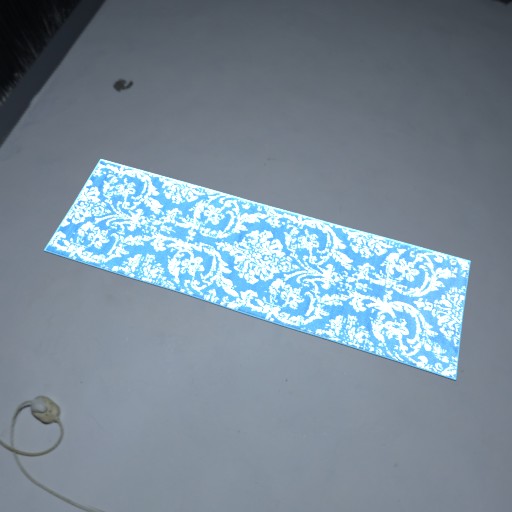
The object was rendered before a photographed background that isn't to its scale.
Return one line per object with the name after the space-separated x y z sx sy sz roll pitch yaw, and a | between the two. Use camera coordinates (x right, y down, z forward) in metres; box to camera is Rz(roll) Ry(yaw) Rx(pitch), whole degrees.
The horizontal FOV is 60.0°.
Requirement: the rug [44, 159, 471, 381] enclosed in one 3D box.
0.000 0.000 2.377 2.196 0.011 0.662 16 64 8 | rug
